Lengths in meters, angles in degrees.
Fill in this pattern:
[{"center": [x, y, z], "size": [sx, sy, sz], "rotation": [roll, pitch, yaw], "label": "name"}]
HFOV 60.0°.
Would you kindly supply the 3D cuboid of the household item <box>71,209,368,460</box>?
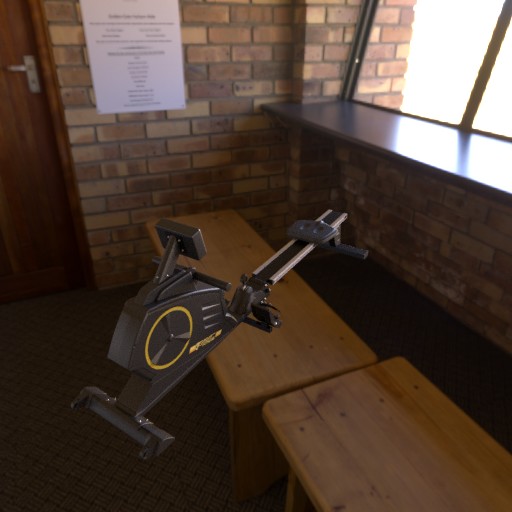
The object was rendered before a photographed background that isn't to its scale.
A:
[{"center": [0.000, 0.000, 2.536], "size": [0.521, 0.810, 2.251], "rotation": [18, 32, 31], "label": "household item"}]
